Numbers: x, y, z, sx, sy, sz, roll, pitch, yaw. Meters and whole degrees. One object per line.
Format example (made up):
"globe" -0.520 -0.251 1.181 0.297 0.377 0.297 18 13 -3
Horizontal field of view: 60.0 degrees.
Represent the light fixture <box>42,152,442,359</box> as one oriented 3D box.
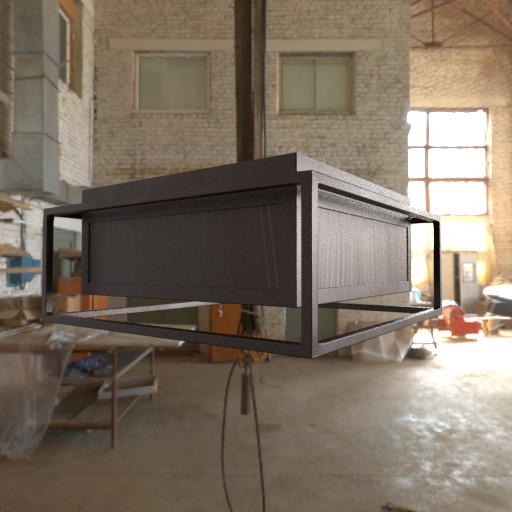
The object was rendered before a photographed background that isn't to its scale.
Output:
"light fixture" 0.000 0.000 0.687 0.441 0.191 0.441 -1 -2 36
